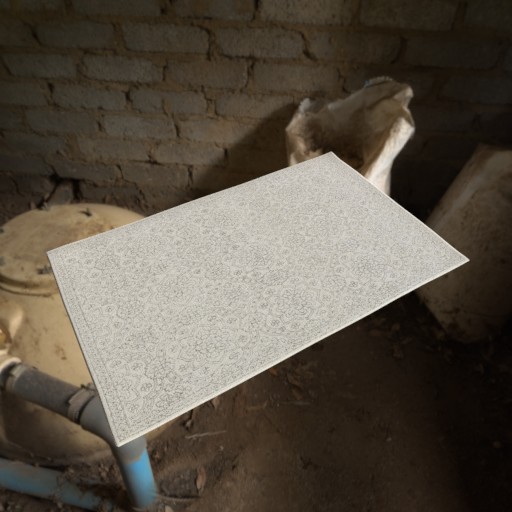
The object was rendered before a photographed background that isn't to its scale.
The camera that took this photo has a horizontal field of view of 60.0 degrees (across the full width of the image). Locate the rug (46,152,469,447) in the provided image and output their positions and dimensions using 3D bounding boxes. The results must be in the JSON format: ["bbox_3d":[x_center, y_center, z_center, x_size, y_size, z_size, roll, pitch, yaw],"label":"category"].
[{"bbox_3d":[0.000,0.000,2.385,1.947,0.023,1.214,-23,50,-21],"label":"rug"}]
